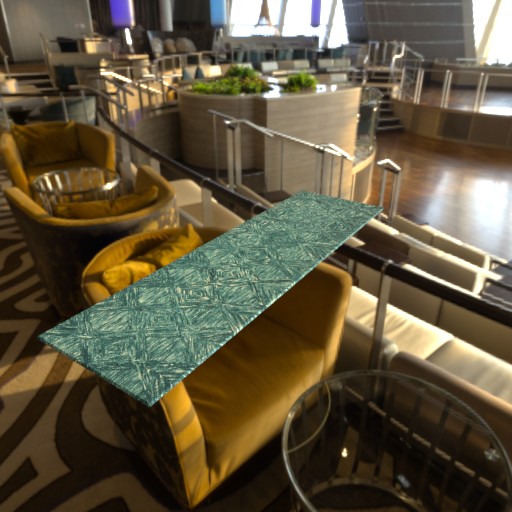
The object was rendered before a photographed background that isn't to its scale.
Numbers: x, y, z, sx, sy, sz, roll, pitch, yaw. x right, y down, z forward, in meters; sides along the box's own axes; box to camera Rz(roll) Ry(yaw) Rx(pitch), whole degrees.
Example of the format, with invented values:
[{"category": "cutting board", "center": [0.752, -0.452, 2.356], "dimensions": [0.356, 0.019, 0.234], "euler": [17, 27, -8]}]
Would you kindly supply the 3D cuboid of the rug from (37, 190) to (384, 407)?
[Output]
[{"category": "rug", "center": [0.000, 0.000, 2.535], "dimensions": [0.676, 0.016, 2.286], "euler": [17, 32, 30]}]
